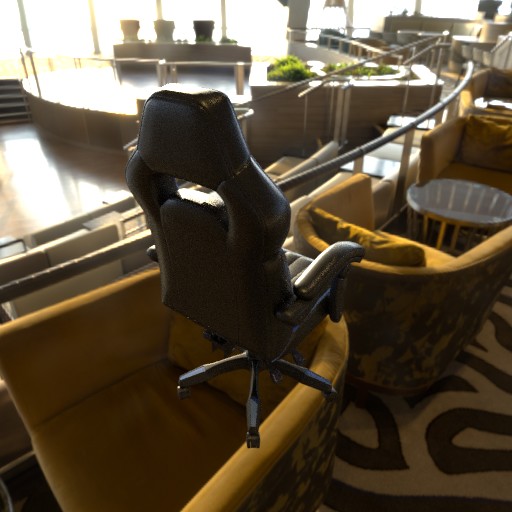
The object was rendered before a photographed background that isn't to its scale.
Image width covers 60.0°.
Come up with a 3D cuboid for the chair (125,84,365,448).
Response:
[{"bbox_3d":[0.000,0.000,1.665,0.700,1.280,0.700,22,37,32],"label":"chair"}]
